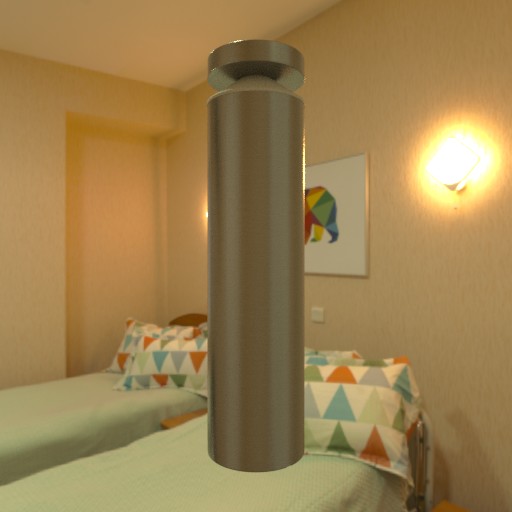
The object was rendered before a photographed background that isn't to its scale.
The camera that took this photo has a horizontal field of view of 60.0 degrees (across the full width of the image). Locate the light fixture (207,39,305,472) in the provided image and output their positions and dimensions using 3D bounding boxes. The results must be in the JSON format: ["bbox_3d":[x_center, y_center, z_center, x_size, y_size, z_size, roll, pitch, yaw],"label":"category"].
[{"bbox_3d":[0.000,0.000,0.460,0.102,0.400,0.102,0,0,18],"label":"light fixture"}]
